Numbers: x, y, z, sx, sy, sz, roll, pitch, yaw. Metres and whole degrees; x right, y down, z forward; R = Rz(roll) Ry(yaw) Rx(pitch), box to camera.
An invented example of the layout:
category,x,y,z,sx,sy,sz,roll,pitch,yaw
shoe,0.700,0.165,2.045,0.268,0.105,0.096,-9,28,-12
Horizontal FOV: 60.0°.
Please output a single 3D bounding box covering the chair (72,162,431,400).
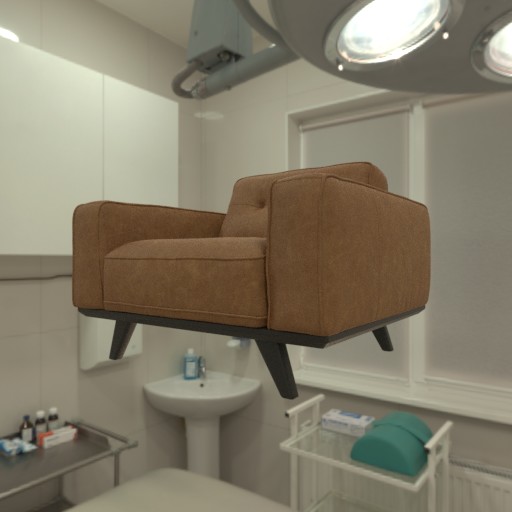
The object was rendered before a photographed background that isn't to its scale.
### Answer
category,x,y,z,sx,sy,sz,roll,pitch,yaw
chair,0.000,0.000,1.746,1.118,0.782,0.952,0,0,36
